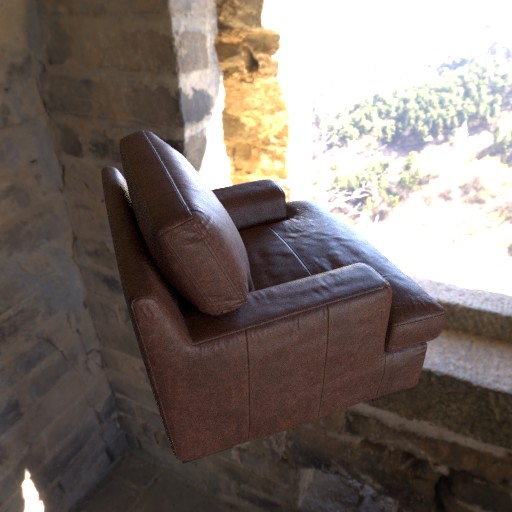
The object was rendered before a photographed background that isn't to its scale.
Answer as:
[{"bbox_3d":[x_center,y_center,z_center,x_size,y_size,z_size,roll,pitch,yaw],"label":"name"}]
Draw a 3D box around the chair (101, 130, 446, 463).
[{"bbox_3d":[0.000,0.000,1.919,1.143,0.939,1.168,-11,32,-17],"label":"chair"}]
